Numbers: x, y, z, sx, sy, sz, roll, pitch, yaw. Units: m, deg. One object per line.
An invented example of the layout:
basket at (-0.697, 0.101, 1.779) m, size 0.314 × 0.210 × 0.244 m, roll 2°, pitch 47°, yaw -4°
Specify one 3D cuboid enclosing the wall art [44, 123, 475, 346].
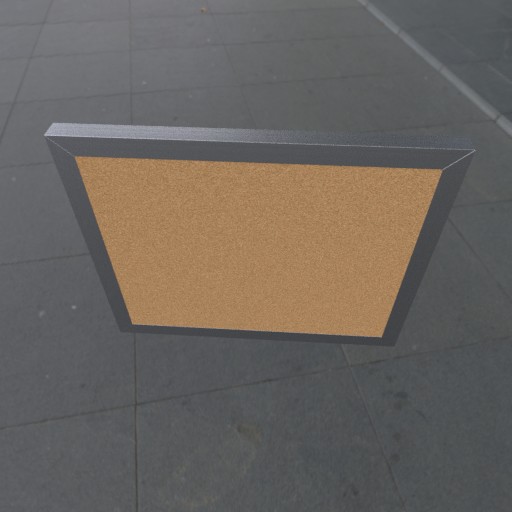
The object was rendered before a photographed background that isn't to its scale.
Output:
wall art at (0.000, 0.000, 0.746) m, size 0.557 × 0.456 × 0.032 m, roll 3°, pitch 46°, yaw 2°
